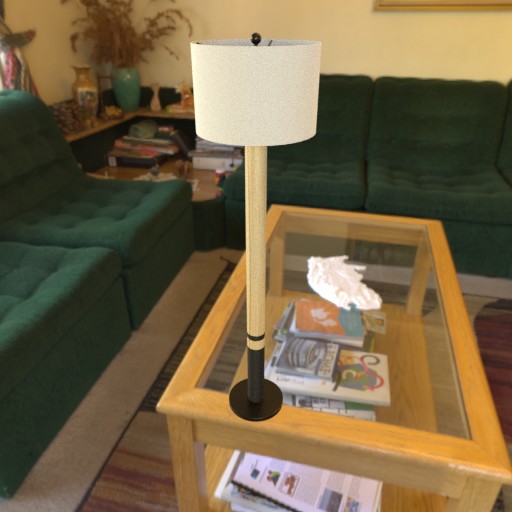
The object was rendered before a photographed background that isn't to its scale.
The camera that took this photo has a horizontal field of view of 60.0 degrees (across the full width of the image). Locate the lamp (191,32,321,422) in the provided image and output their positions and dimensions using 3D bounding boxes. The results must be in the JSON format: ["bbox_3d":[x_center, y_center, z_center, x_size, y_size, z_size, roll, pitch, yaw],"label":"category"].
[{"bbox_3d":[0.000,0.000,1.642,0.381,1.478,0.381,-2,29,-3],"label":"lamp"}]
